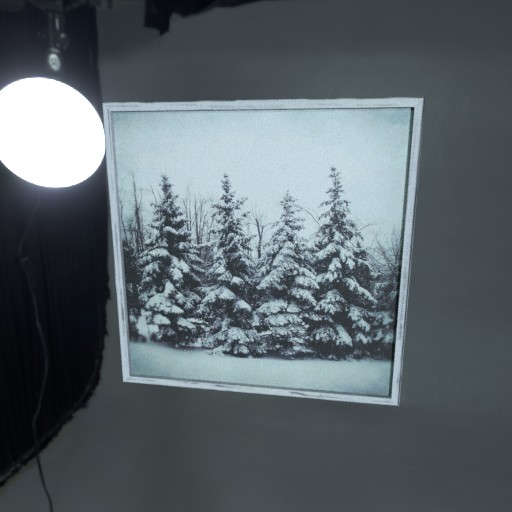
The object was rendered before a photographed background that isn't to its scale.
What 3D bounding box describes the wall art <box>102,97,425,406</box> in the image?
[{"bbox_3d":[0.000,0.000,0.763,0.506,0.506,0.038,2,14,9],"label":"wall art"}]
